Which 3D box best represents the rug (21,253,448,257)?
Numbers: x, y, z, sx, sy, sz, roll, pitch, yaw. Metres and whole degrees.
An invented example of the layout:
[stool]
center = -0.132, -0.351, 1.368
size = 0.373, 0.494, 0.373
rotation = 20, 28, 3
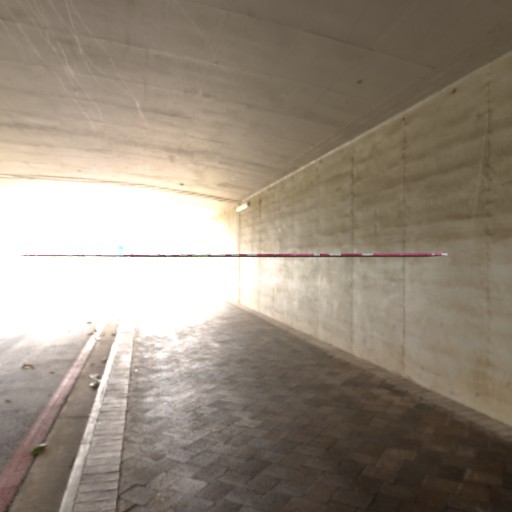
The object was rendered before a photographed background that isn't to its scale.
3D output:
[rug]
center = 0.000, 0.000, 4.131
size = 3.095, 0.016, 2.441
rotation = 0, 0, 18
